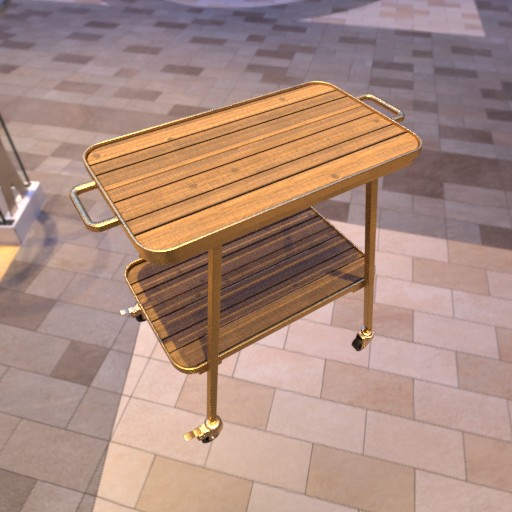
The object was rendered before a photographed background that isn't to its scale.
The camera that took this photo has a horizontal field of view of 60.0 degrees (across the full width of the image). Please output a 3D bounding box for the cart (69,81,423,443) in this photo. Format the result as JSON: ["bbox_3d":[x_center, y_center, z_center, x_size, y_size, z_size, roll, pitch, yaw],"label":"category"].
[{"bbox_3d":[0.000,0.000,1.239,0.806,0.700,0.524,-24,50,-22],"label":"cart"}]
